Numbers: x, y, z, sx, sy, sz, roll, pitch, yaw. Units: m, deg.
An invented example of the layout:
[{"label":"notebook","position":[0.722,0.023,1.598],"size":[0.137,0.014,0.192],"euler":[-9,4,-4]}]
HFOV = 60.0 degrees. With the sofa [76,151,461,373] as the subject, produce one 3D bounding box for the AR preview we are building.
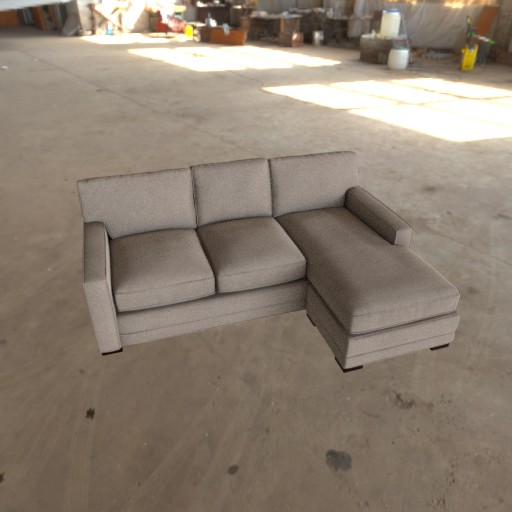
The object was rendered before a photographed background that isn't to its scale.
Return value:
[{"label":"sofa","position":[0.000,0.000,2.860],"size":[2.087,0.861,1.496],"euler":[-10,33,-15]}]
